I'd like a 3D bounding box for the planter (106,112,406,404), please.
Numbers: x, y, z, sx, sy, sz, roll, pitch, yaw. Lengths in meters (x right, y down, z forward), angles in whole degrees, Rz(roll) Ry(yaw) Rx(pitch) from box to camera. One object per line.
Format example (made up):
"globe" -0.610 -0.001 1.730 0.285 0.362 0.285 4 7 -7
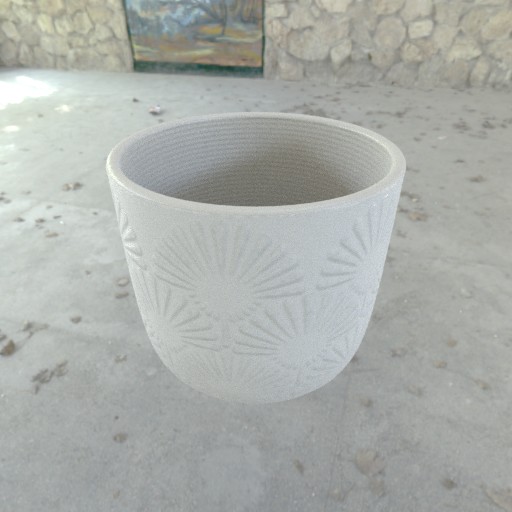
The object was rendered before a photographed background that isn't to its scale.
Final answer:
"planter" 0.000 0.000 0.218 0.124 0.109 0.124 0 32 0
